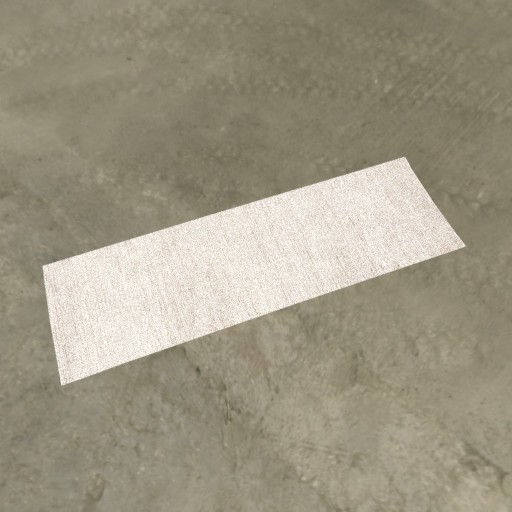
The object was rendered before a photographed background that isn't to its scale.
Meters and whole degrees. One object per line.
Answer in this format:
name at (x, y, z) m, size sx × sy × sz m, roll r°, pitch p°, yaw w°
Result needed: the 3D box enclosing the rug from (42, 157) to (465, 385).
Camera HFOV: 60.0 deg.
rug at (0.000, 0.000, 2.556) m, size 2.346 × 0.013 × 0.712 m, roll -18°, pitch 64°, yaw -9°
